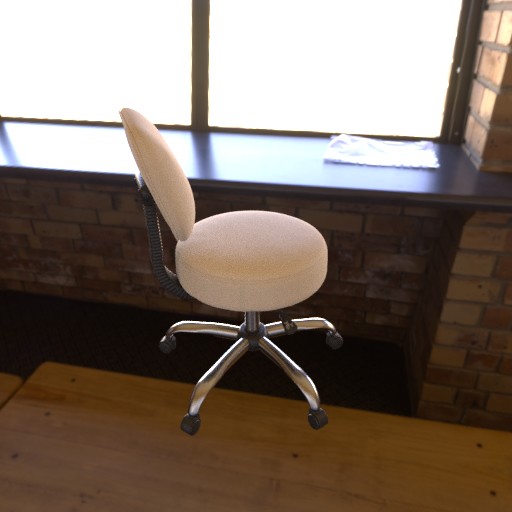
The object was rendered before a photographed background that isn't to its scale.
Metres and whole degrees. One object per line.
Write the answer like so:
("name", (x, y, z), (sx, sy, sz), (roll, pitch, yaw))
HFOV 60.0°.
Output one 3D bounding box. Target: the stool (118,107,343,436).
("stool", (0.000, 0.000, 1.232), (0.616, 0.810, 0.609), (-10, 30, -17))
